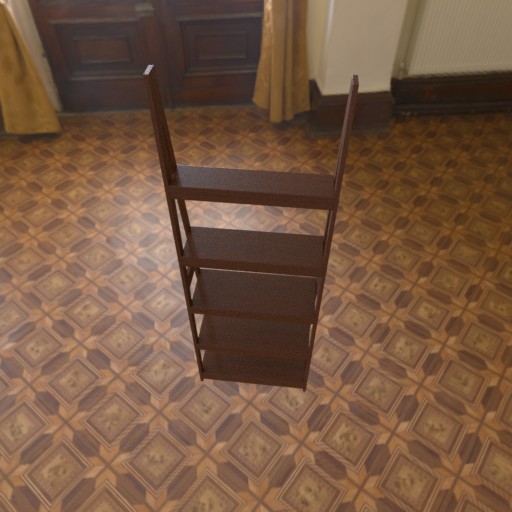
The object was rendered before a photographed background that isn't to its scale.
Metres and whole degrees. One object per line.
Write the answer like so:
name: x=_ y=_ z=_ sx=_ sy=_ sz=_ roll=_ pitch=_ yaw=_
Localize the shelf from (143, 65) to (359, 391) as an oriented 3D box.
shelf: x=0.000 y=0.000 z=1.973 sx=0.600 sy=1.770 sz=0.350 roll=5 pitch=47 yaw=4
